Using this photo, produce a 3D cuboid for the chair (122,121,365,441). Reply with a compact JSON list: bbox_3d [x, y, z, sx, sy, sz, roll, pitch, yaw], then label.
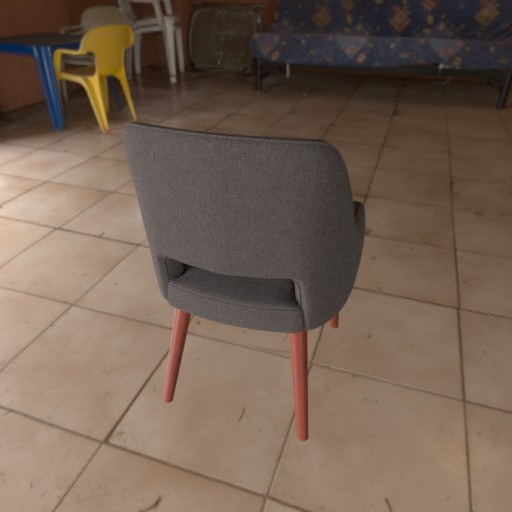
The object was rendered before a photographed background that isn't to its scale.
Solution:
[{"bbox_3d":[0.000,0.000,1.232,0.559,0.838,0.560,10,34,15],"label":"chair"}]
